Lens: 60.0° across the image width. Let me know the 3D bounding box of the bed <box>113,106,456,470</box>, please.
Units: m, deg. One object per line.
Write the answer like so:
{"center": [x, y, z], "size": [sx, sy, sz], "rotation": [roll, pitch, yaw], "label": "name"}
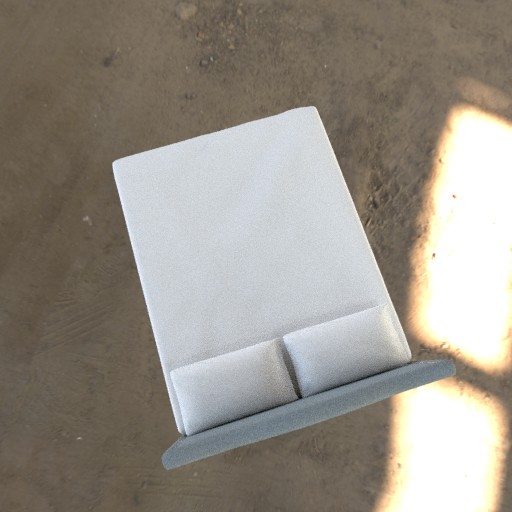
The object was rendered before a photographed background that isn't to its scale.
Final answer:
{"center": [0.000, 0.000, 3.841], "size": [2.161, 1.457, 2.689], "rotation": [-17, 76, -4], "label": "bed"}
